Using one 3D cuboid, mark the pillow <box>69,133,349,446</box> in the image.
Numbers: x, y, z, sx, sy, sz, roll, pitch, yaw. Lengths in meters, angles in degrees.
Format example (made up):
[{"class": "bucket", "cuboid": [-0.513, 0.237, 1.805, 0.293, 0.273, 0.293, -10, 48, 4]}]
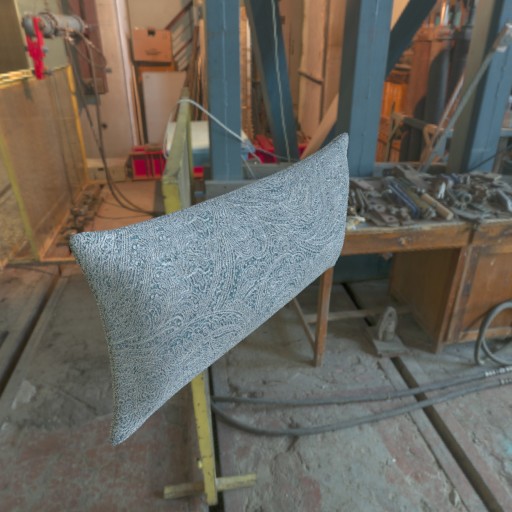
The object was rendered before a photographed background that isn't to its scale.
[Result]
[{"class": "pillow", "cuboid": [0.000, 0.000, 0.718, 0.151, 0.295, 0.615, 18, 32, 32]}]
